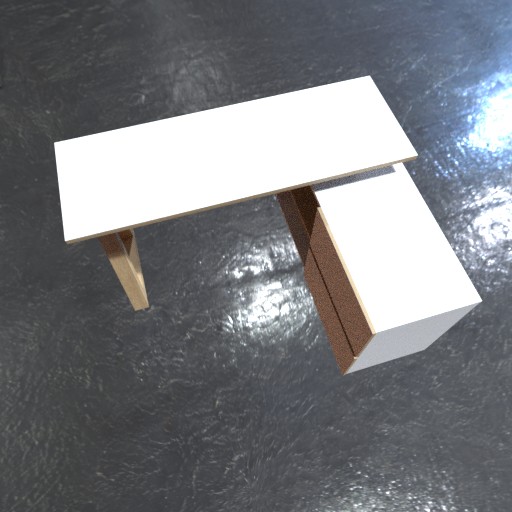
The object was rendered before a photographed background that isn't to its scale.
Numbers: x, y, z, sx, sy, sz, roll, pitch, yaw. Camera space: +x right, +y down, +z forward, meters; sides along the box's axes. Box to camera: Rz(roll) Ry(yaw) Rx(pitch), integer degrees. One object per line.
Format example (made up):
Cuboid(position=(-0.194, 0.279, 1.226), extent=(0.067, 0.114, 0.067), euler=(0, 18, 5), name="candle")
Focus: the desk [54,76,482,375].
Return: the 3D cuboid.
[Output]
Cuboid(position=(0.000, 0.000, 2.000), extent=(1.404, 0.755, 1.098), euler=(-15, 63, -8), name="desk")
